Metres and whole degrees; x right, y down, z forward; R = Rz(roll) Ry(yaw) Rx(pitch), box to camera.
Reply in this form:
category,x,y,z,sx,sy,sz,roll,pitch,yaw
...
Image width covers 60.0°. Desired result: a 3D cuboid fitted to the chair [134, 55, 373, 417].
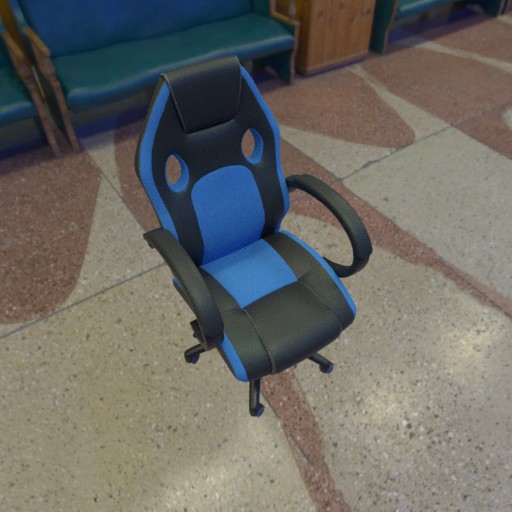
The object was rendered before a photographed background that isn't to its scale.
category,x,y,z,sx,sy,sz,roll,pitch,yaw
chair,0.000,0.000,1.624,0.673,1.187,0.724,-25,51,-22
